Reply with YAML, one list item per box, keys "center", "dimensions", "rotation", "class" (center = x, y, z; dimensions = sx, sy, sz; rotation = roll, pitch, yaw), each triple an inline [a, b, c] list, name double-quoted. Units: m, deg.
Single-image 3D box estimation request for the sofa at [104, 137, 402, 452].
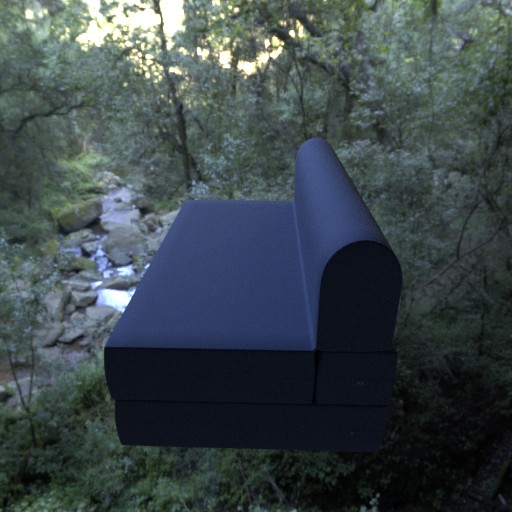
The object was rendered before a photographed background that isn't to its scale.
- center: [0.000, 0.000, 1.671]
  dimensions: [0.762, 0.660, 1.219]
  rotation: [1, 26, 2]
  class: "sofa"
